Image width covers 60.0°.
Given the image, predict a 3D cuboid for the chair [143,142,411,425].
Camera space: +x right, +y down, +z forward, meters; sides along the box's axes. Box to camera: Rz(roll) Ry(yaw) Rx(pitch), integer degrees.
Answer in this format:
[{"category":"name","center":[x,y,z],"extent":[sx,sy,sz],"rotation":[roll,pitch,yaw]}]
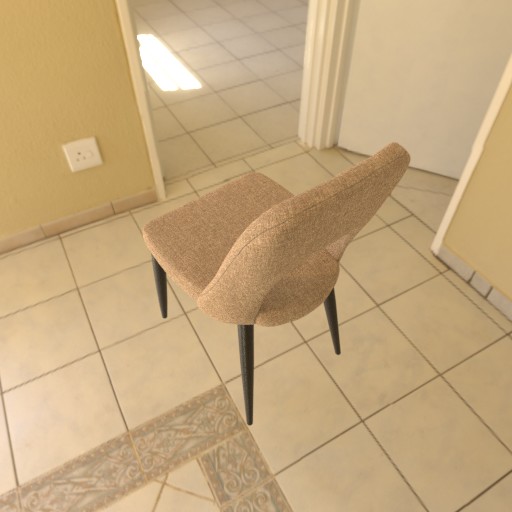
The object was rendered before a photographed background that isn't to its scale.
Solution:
[{"category":"chair","center":[0.000,0.000,1.282],"extent":[0.470,0.931,0.612],"rotation":[-31,55,-25]}]
